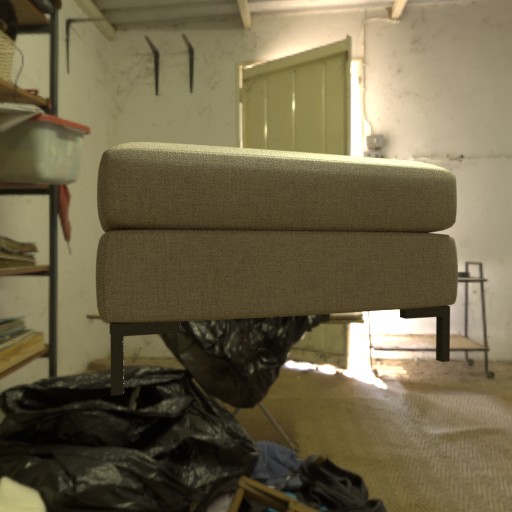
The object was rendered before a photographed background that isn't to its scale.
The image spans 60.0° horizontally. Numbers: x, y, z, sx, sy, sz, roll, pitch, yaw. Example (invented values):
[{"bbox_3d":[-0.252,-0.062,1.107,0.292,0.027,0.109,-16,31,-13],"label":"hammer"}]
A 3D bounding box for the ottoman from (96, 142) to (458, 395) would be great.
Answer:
[{"bbox_3d":[0.000,0.000,1.214,0.820,0.490,0.671,0,1,-18],"label":"ottoman"}]
